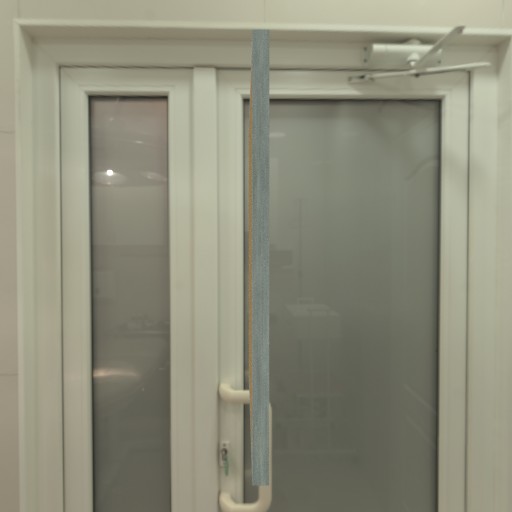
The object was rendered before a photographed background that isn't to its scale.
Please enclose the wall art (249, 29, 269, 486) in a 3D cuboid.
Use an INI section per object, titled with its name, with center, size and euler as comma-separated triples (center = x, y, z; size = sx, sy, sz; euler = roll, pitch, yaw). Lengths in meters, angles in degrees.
[wall art]
center = 0.000, 0.000, 0.805
size = 0.022, 0.582, 0.479
euler = 0, 1, -1
